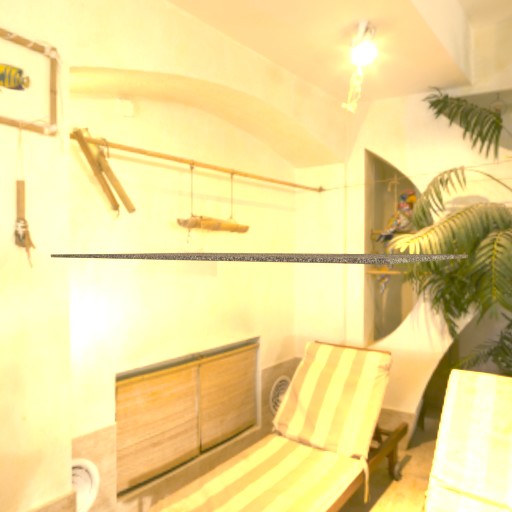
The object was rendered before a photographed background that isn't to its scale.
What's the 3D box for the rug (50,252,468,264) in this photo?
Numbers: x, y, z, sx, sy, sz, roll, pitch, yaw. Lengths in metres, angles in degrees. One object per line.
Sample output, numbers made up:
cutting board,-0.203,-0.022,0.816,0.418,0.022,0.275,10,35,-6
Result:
rug,0.000,0.000,3.432,2.699,0.026,1.802,1,1,35
